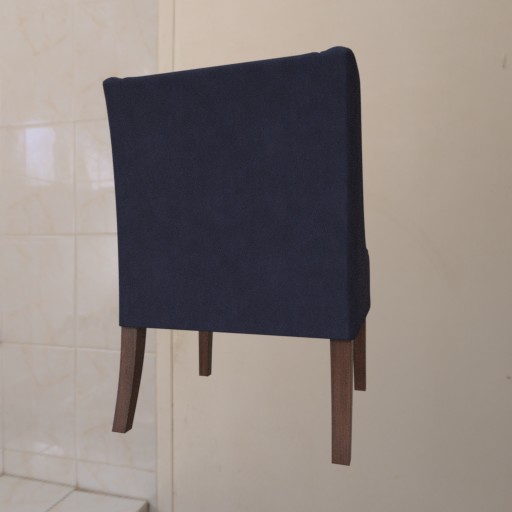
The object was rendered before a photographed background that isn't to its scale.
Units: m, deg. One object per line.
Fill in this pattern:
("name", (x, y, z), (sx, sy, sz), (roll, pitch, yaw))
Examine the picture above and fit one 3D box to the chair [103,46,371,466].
("chair", (0.000, 0.000, 1.299), (0.629, 0.895, 0.629), (0, 1, 17))
